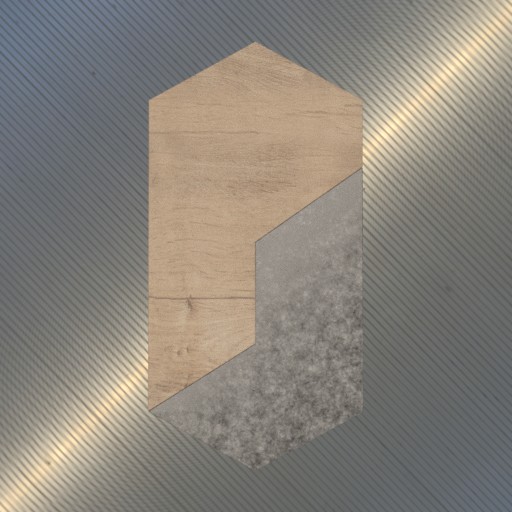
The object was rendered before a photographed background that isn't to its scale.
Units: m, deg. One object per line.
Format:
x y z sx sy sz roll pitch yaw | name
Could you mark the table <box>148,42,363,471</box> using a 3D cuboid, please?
0.000 0.000 1.486 0.609 0.457 1.219 0 89 0 | table
